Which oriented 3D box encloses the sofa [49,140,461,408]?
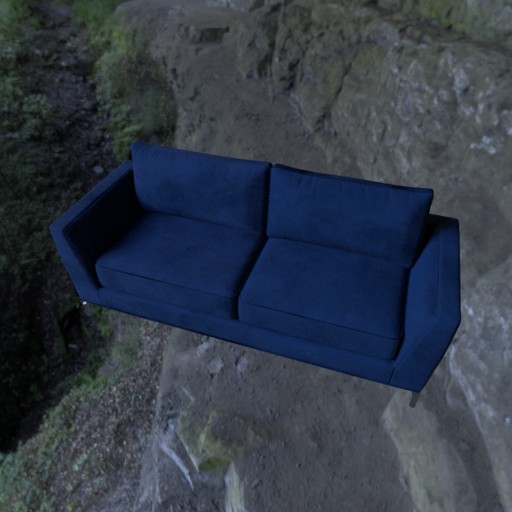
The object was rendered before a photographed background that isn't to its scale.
[{"bbox_3d":[0.000,0.000,2.691,2.212,0.998,0.853,12,42,14],"label":"sofa"}]
